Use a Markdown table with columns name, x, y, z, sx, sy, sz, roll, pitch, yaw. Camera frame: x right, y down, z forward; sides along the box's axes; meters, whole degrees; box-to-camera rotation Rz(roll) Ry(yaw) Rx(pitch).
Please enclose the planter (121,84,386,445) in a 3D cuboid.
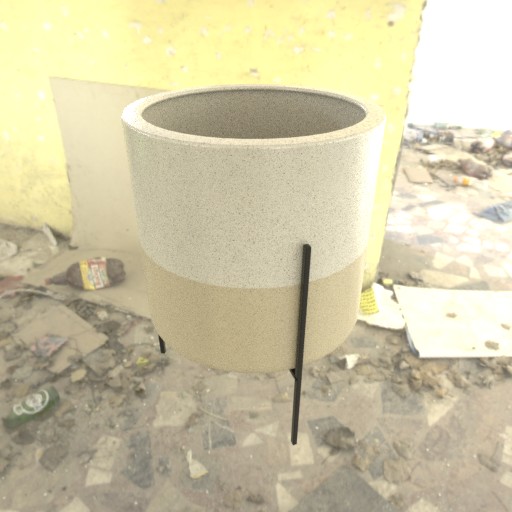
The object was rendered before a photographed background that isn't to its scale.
| name | x | y | z | sx | sy | sz | roll | pitch | yaw |
| --- | --- | --- | --- | --- | --- | --- | --- | --- | --- |
| planter | 0.000 | 0.000 | 0.738 | 0.359 | 0.484 | 0.368 | 23 | 38 | 33 |
